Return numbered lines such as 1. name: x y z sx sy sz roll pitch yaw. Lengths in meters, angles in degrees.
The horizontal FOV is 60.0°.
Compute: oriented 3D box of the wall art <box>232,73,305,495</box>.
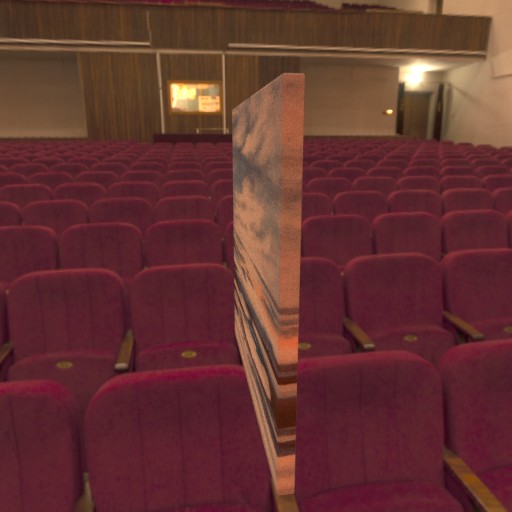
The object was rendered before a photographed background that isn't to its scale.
1. wall art: 0.000 0.000 1.104 0.035 0.747 0.747 -2 14 -8
